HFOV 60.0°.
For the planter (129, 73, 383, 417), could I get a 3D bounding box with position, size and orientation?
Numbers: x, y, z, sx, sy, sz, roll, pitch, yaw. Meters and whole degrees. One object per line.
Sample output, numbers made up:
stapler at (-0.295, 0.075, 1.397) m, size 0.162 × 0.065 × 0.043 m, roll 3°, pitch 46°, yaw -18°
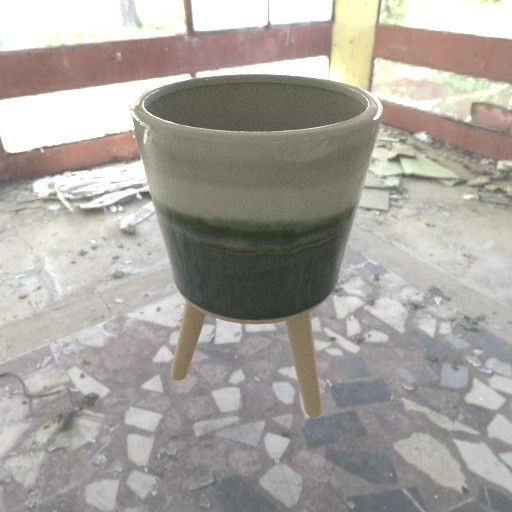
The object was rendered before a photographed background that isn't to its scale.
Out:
planter at (0.000, 0.000, 0.477) m, size 0.217 × 0.331 × 0.217 m, roll 1°, pitch 33°, yaw 1°
